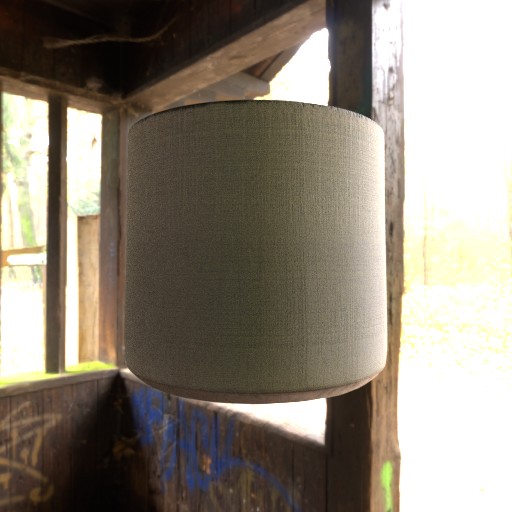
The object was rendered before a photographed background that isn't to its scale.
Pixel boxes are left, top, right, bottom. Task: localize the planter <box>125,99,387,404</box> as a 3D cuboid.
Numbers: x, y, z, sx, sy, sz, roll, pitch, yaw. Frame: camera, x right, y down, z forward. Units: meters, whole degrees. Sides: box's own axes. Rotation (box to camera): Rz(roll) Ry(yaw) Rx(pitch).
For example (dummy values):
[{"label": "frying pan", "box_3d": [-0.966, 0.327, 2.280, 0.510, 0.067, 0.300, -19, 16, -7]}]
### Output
[{"label": "planter", "box_3d": [0.000, 0.000, 0.389, 0.221, 0.201, 0.221, 0, 0, 0]}]
